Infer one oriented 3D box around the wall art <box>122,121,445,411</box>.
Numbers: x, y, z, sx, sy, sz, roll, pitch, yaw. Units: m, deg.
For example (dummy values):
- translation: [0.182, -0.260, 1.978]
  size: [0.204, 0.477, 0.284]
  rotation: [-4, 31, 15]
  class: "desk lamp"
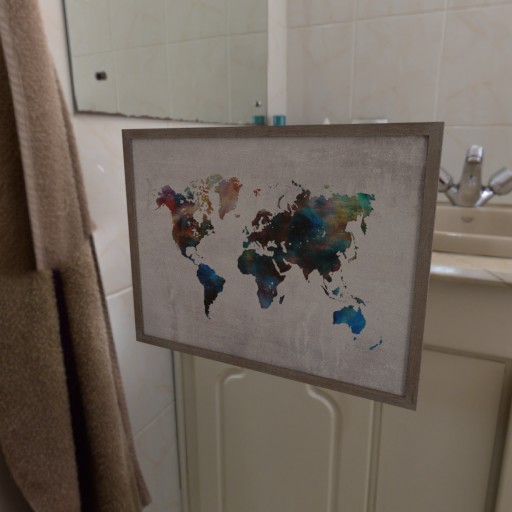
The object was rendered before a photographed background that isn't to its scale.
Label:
- translation: [0.000, 0.000, 1.376]
  size: [1.012, 0.774, 0.019]
  rotation: [7, 15, 26]
  class: "wall art"
